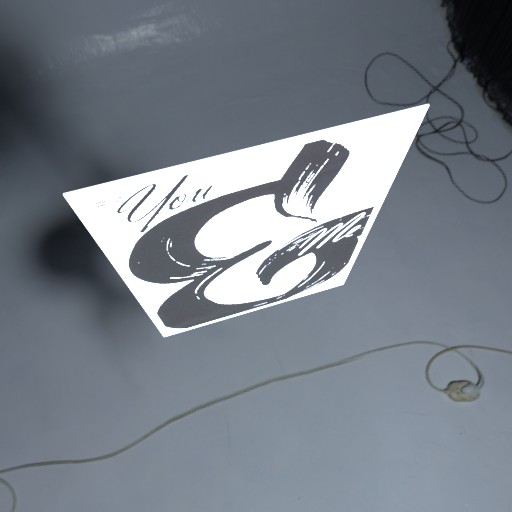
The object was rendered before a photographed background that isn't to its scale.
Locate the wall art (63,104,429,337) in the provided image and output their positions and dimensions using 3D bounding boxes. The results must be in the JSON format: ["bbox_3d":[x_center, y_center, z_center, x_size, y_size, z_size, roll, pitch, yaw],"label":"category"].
[{"bbox_3d":[0.000,0.000,0.806,0.457,0.609,0.003,-16,66,-7],"label":"wall art"}]
